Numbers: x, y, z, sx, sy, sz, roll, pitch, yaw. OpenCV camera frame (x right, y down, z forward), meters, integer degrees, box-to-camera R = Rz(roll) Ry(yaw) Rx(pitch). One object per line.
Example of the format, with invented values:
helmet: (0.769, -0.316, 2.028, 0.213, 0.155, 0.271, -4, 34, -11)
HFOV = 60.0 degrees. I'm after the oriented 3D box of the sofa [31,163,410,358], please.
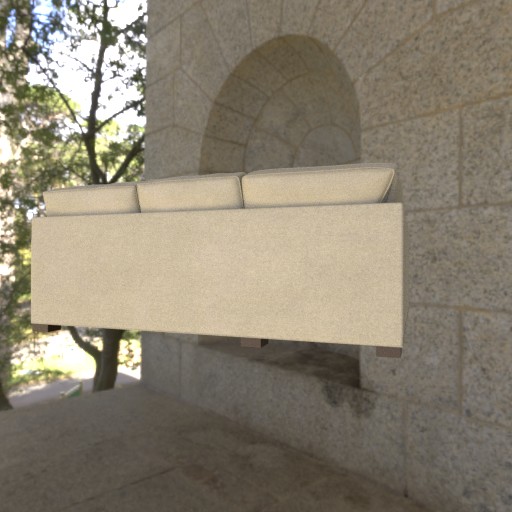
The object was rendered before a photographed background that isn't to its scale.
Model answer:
sofa: (0.000, 0.000, 3.375, 2.211, 0.936, 2.188, 0, 0, 19)
